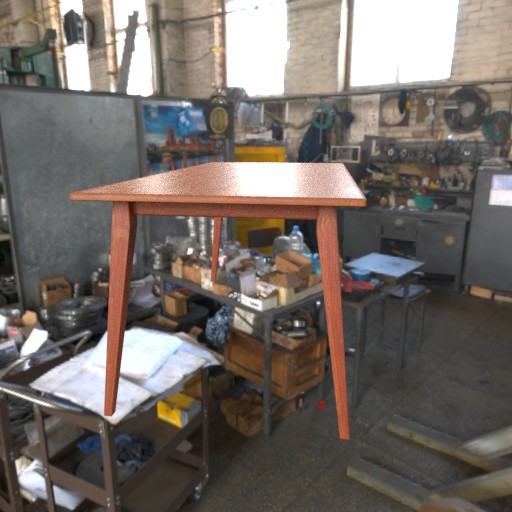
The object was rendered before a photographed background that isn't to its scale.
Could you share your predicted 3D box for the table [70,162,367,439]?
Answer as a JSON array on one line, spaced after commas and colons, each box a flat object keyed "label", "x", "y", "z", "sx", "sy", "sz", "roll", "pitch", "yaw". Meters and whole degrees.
[{"label": "table", "x": 0.000, "y": 0.000, "z": 2.040, "sx": 0.811, "sy": 0.755, "sz": 1.609, "roll": 2, "pitch": 15, "yaw": 8}]
